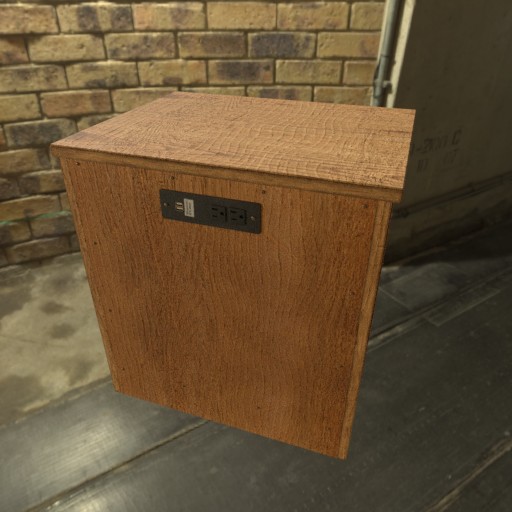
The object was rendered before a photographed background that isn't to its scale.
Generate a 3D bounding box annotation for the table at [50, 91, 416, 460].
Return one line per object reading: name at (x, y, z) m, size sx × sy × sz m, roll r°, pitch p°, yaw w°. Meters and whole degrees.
table at (0.000, 0.000, 1.055) m, size 0.601 × 0.625 × 0.494 m, roll 10°, pitch 33°, yaw 16°
